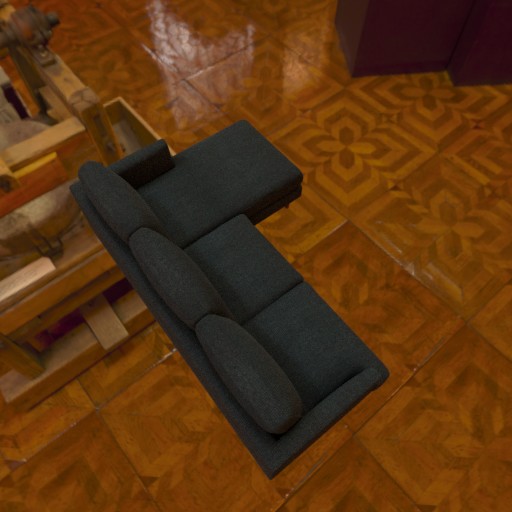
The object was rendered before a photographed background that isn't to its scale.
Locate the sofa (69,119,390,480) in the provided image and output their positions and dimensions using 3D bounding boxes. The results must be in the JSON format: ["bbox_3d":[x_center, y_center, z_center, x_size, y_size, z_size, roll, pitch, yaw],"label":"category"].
[{"bbox_3d":[0.000,0.000,2.973,1.504,0.956,2.233,-34,65,-18],"label":"sofa"}]
